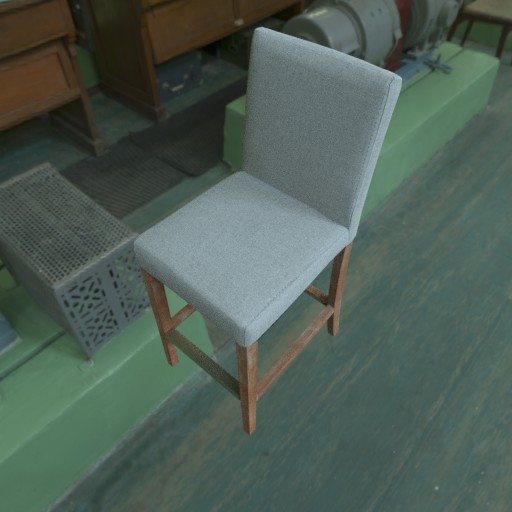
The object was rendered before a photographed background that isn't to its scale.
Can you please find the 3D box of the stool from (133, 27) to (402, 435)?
[{"bbox_3d":[0.000,0.000,1.352,0.439,1.088,0.570,33,56,26],"label":"stool"}]
